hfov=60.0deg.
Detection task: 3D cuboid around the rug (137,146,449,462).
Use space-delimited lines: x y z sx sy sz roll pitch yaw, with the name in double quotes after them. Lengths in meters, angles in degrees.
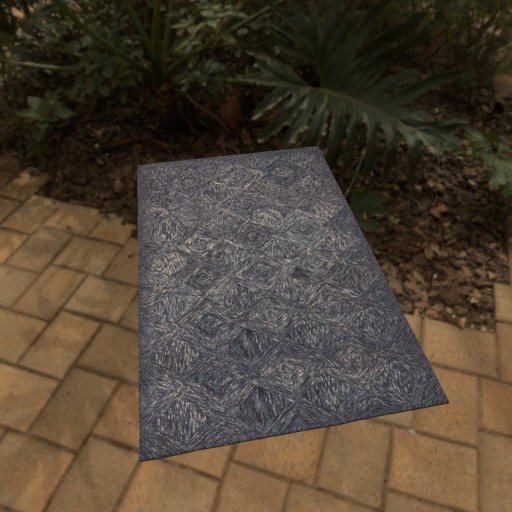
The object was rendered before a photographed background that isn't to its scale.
0.000 0.000 2.168 1.139 0.010 1.754 -8 47 -7 "rug"
